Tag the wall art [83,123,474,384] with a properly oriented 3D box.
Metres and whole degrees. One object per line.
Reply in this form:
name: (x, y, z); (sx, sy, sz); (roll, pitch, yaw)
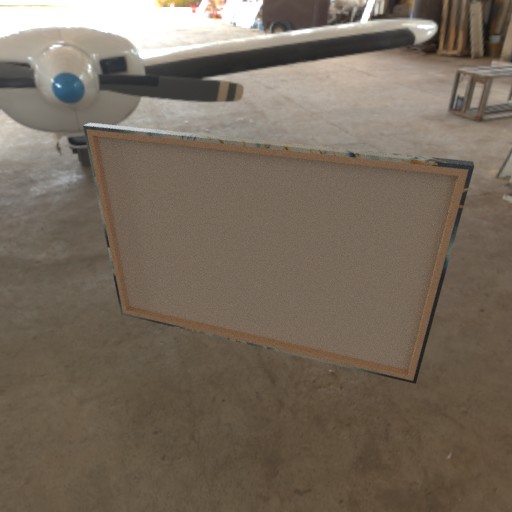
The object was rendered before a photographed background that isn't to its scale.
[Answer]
wall art: (0.000, 0.000, 1.451); (1.138, 0.759, 0.035); (10, 33, 16)
